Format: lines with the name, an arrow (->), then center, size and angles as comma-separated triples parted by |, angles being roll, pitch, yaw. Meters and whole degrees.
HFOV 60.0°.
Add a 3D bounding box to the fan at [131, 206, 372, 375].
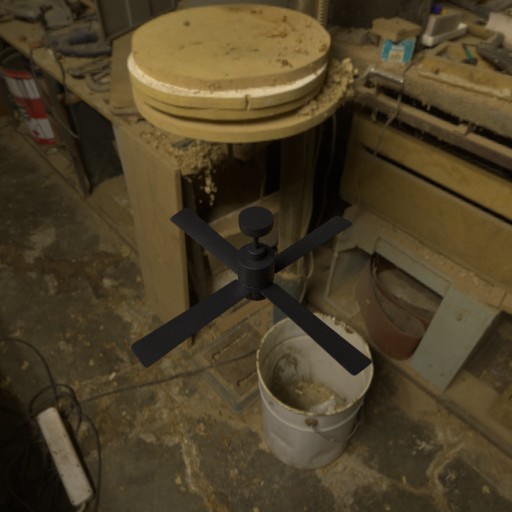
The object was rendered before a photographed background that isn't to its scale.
fan -> 0.000, 0.000, 2.350 | 1.525, 0.534, 1.525 | -32, 53, -27
